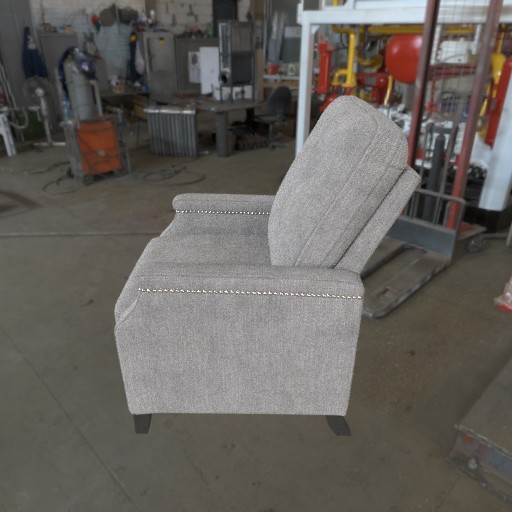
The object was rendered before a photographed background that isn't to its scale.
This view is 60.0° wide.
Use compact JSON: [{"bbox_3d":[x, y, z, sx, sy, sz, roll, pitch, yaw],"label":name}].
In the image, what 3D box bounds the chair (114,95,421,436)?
[{"bbox_3d":[0.000,0.000,1.606,0.922,1.049,0.710,0,27,1],"label":"chair"}]
